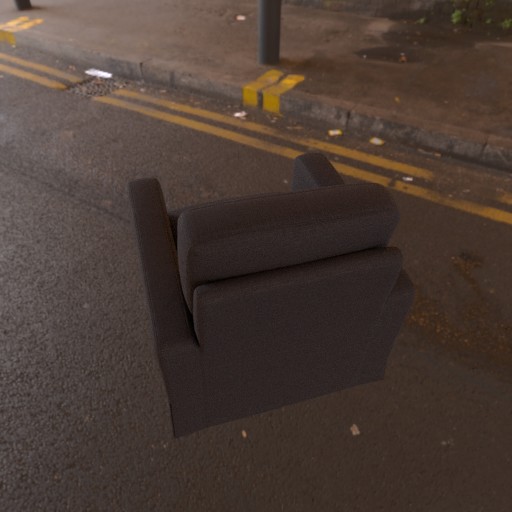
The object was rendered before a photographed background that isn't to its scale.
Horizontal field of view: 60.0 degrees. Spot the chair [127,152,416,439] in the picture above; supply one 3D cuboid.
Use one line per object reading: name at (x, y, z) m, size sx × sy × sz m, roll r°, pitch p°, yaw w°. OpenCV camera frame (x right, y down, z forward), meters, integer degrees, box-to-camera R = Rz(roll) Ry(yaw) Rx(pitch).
chair at (0.000, 0.000, 1.564) m, size 0.798 × 0.855 × 0.863 m, roll -11°, pitch 42°, yaw -13°
